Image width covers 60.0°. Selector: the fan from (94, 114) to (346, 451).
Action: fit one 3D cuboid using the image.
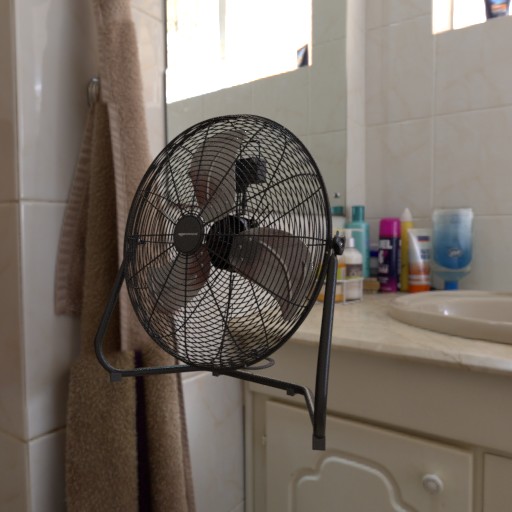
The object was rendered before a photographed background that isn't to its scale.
[{"bbox_3d":[0.000,0.000,0.939,0.555,0.546,0.424,2,3,37],"label":"fan"}]
